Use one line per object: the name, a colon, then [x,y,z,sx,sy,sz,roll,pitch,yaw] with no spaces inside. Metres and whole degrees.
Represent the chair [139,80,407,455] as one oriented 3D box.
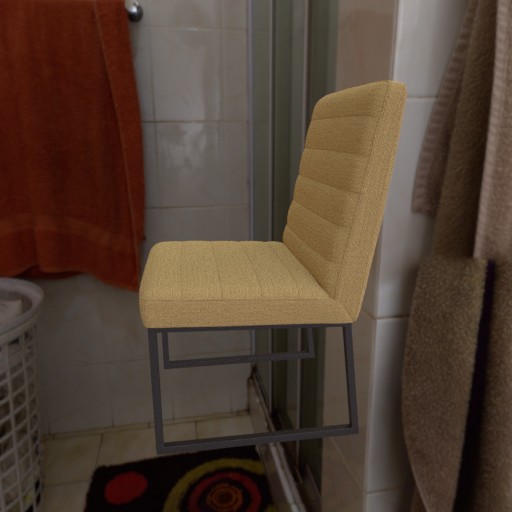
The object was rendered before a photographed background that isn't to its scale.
chair: [0.000,0.000,1.300,0.634,0.930,0.520,-2,16,-9]
